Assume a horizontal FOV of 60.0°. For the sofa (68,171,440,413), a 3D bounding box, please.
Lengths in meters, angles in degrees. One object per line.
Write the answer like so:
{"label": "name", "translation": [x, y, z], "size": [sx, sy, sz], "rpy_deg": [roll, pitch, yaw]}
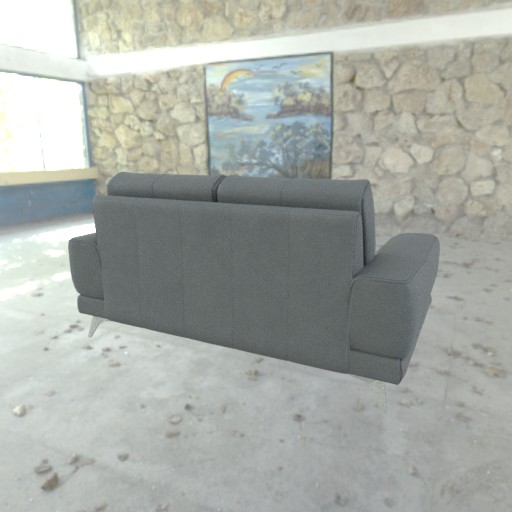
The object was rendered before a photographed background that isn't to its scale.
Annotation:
{"label": "sofa", "translation": [0.000, 0.000, 2.421], "size": [1.806, 0.907, 1.018], "rpy_deg": [7, 15, 26]}
